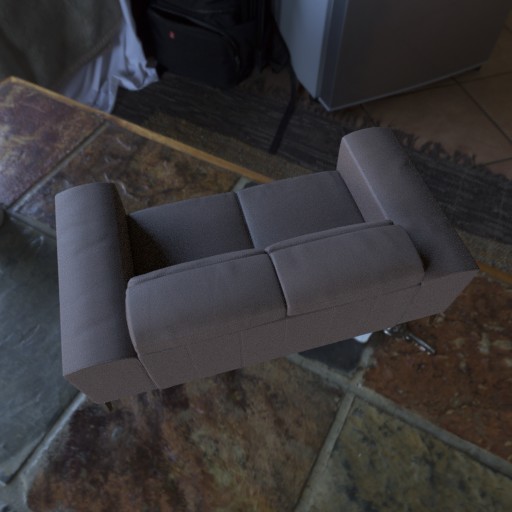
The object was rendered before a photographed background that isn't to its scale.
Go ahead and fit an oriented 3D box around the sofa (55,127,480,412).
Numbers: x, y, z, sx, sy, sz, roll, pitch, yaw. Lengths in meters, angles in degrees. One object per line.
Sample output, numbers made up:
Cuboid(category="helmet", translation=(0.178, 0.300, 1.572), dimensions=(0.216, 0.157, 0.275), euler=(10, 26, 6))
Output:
Cuboid(category="sofa", translation=(0.000, 0.000, 2.342), dimensions=(1.895, 0.779, 1.003), euler=(-13, 59, -8))
